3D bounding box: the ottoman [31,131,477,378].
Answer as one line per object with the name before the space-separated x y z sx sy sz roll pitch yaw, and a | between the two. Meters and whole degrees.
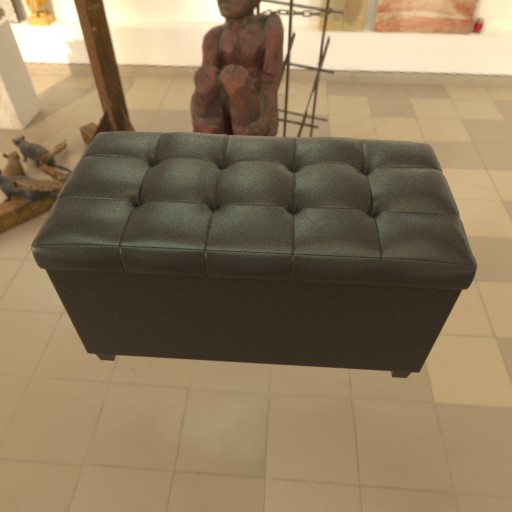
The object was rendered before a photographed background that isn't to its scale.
ottoman | 0.000 0.000 1.098 0.838 0.470 0.432 3 46 3
